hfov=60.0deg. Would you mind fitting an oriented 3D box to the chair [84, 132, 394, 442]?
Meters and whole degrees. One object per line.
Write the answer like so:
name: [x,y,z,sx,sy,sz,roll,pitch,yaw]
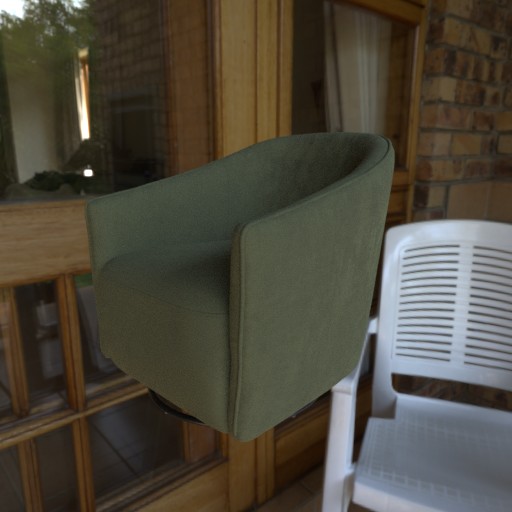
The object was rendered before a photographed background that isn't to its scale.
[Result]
chair: [0.000,0.000,1.443,0.747,0.799,0.875,12,18,42]
